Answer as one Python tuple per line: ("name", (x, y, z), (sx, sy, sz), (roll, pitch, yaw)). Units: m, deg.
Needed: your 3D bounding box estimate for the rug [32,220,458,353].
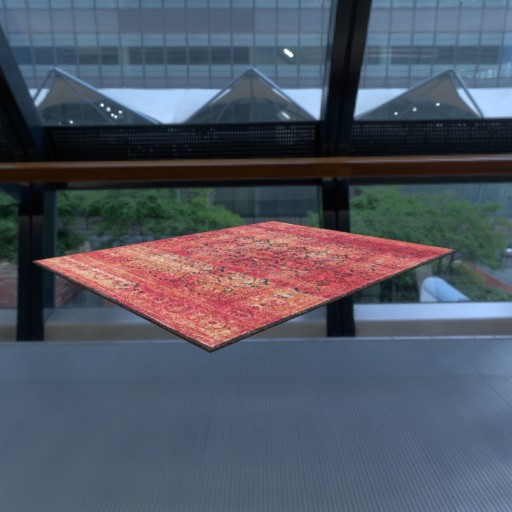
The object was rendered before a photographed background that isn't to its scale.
("rug", (0.000, 0.000, 3.995), (2.411, 0.020, 3.032), (13, 19, 43))
